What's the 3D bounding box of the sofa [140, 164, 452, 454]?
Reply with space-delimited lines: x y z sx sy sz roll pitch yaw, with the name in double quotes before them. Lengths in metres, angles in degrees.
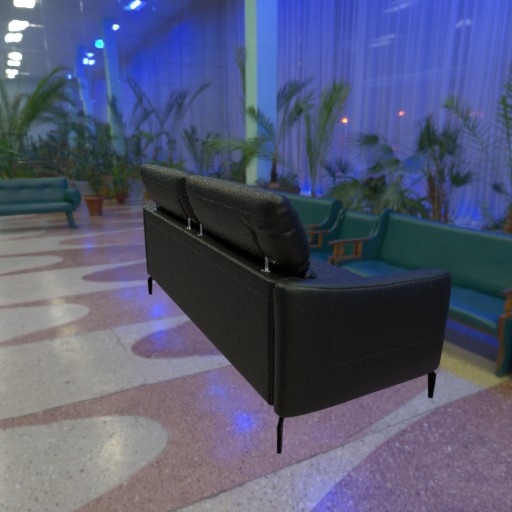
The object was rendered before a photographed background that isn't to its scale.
"sofa" 0.000 0.000 2.517 0.856 0.957 2.069 -8 17 -26
